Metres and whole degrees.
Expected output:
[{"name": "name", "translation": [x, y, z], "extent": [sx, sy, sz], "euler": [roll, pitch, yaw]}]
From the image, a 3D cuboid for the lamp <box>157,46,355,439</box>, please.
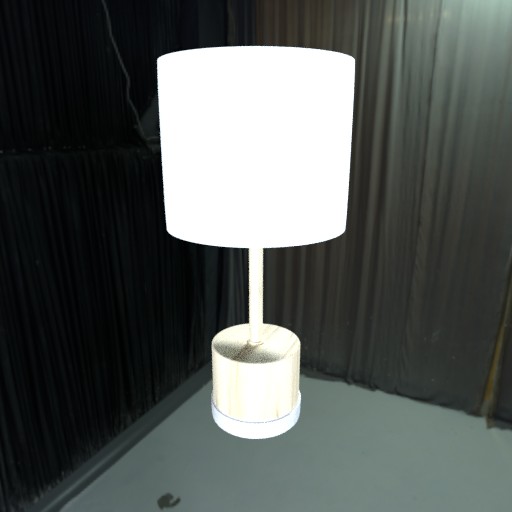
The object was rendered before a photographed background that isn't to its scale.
[{"name": "lamp", "translation": [0.000, 0.000, 0.585], "extent": [0.229, 0.470, 0.229], "euler": [8, 18, 25]}]
